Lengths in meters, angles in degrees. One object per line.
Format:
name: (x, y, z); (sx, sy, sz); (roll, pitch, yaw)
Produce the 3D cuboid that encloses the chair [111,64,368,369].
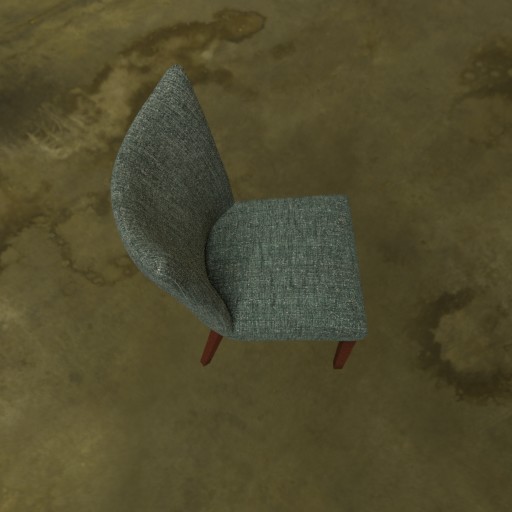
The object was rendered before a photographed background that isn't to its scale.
chair: (0.000, 0.000, 1.303); (0.623, 0.924, 0.535); (-1, 63, -1)
